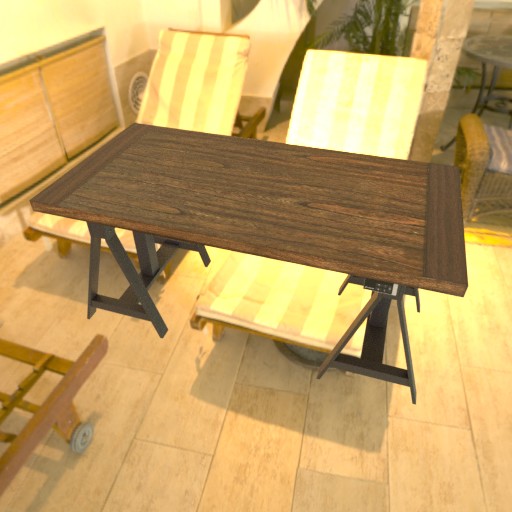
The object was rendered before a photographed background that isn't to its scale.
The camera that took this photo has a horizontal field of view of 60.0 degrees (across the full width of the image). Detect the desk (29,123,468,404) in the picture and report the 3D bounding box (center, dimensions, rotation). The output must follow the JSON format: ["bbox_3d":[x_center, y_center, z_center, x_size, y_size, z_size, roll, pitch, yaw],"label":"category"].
[{"bbox_3d":[0.000,0.000,1.961,1.543,0.725,0.784,11,40,14],"label":"desk"}]
